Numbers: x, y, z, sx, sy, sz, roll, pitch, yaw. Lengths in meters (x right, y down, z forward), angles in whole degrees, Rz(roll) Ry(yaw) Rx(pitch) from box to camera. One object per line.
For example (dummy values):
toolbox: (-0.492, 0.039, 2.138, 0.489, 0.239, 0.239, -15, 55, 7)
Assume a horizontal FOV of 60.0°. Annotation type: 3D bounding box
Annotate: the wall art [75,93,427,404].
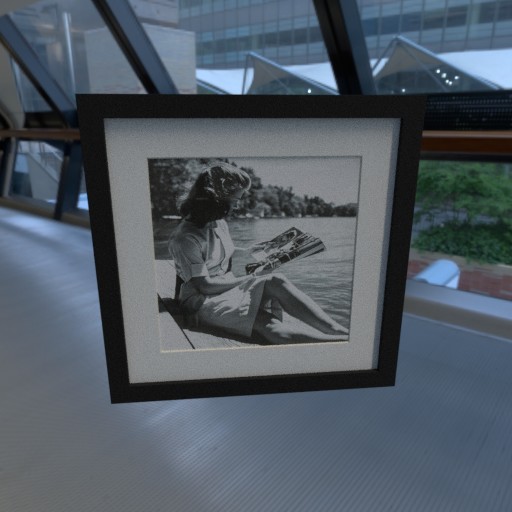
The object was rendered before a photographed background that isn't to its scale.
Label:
wall art: (0.000, 0.000, 0.447, 0.308, 0.305, 0.030, -2, 18, -6)
